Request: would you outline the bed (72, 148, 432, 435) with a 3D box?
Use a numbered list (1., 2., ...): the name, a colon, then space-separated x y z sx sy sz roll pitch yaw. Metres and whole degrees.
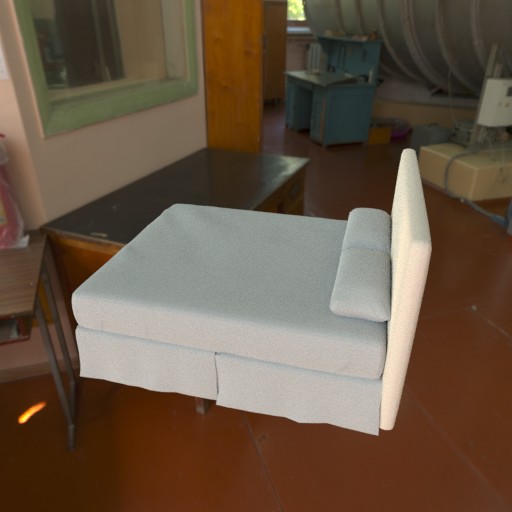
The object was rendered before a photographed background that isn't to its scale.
1. bed: 0.000 0.000 3.269 2.142 1.330 1.748 7 29 13
